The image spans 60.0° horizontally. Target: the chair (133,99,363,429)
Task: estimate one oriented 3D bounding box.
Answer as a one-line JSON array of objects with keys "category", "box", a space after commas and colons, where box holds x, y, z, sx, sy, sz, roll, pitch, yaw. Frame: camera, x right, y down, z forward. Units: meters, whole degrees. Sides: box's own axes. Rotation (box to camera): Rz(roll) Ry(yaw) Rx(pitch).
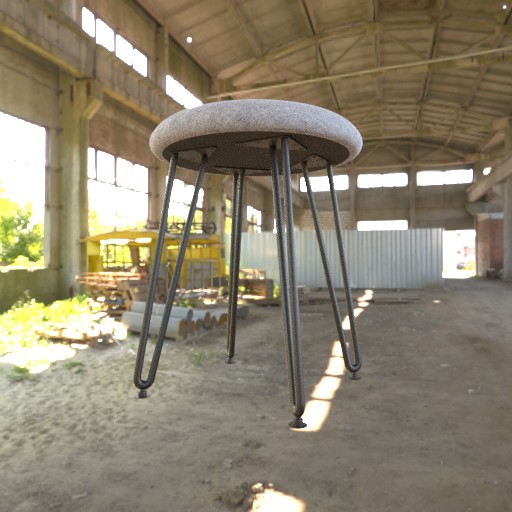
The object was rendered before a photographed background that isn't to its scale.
[{"category": "chair", "box": [0.000, 0.000, 0.658, 0.350, 0.386, 0.350, 0, -1, -17]}]
